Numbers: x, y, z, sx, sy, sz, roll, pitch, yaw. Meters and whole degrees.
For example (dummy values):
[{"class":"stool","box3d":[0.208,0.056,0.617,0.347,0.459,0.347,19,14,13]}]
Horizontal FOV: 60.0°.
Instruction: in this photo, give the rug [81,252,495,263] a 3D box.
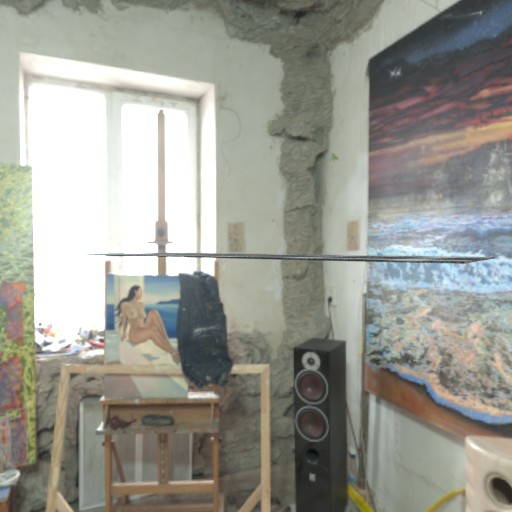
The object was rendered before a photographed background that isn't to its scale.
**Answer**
[{"class":"rug","box3d":[0.000,0.000,2.640,2.434,0.012,0.760,1,2,36]}]
